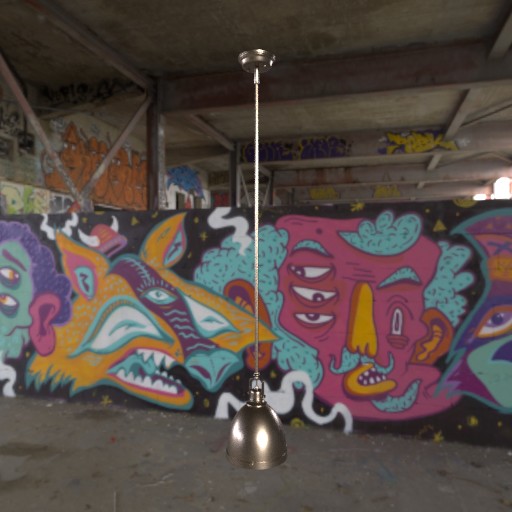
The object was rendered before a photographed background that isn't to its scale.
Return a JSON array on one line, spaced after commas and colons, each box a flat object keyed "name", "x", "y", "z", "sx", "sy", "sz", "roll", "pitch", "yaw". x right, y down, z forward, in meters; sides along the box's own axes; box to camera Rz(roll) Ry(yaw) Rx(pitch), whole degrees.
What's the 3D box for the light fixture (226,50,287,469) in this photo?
[{"name": "light fixture", "x": 0.000, "y": 0.000, "z": 1.531, "sx": 0.217, "sy": 1.367, "sz": 0.211, "roll": 0, "pitch": -1, "yaw": 36}]
